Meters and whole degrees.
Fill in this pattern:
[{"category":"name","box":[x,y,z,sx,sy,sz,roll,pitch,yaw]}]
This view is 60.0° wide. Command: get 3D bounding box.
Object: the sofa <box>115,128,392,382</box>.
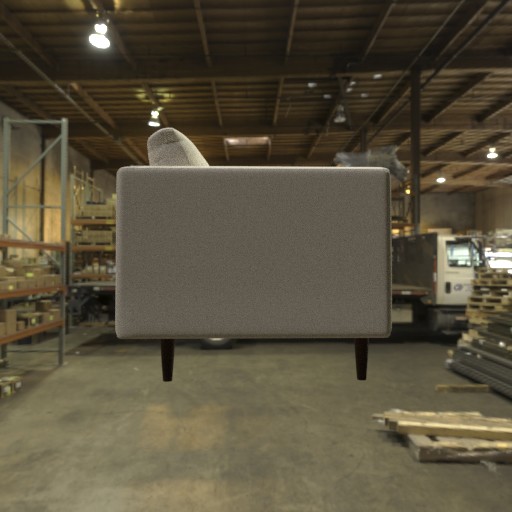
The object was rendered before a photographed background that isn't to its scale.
[{"category":"sofa","box":[0.000,0.000,2.251,0.940,0.893,1.713,0,-1,-1]}]
